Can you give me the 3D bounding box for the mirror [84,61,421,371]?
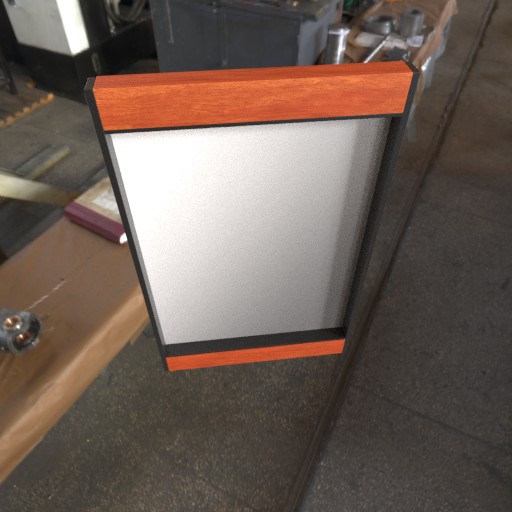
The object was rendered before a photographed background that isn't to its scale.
[{"bbox_3d":[0.000,0.000,0.996,0.525,0.823,0.047,-5,46,-5],"label":"mirror"}]
